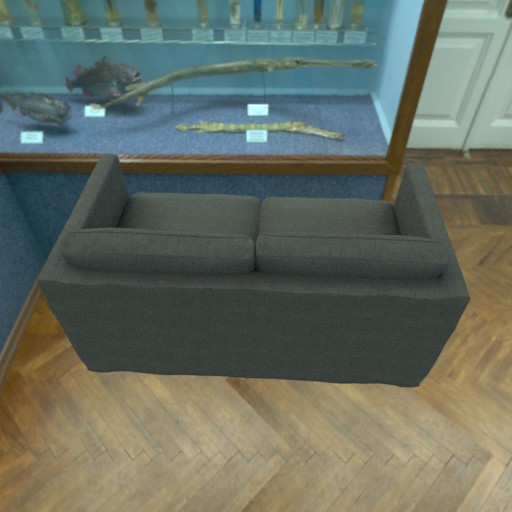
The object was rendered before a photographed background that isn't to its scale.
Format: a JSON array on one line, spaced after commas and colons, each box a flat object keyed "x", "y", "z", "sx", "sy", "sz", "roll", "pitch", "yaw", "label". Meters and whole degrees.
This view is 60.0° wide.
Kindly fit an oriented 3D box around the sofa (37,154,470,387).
[{"x": 0.000, "y": 0.000, "z": 2.327, "sx": 1.802, "sy": 0.854, "sz": 0.974, "roll": 2, "pitch": 46, "yaw": 2, "label": "sofa"}]
